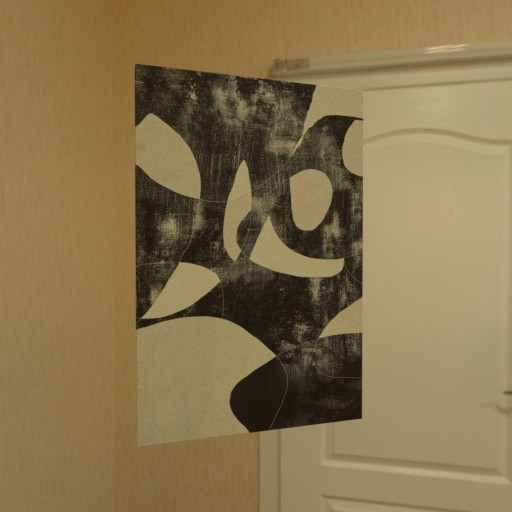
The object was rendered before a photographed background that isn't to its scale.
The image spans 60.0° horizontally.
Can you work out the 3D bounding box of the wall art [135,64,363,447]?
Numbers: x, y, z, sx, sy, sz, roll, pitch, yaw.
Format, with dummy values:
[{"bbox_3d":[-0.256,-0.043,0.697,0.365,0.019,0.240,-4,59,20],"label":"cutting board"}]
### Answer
[{"bbox_3d":[0.000,0.000,1.164,0.610,0.915,0.041,0,1,-17],"label":"wall art"}]
